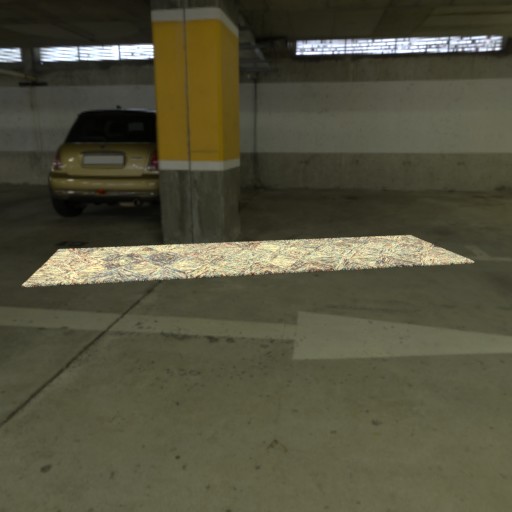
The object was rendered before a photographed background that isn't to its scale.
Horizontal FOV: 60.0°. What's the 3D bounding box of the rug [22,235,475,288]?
[{"bbox_3d":[0.000,0.000,2.531,2.292,0.015,0.688,-3,15,-10],"label":"rug"}]
